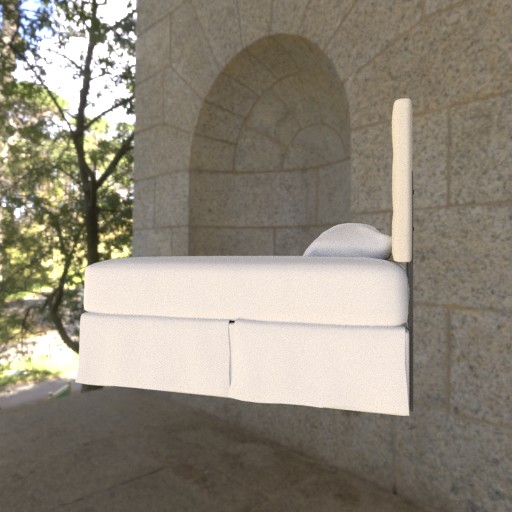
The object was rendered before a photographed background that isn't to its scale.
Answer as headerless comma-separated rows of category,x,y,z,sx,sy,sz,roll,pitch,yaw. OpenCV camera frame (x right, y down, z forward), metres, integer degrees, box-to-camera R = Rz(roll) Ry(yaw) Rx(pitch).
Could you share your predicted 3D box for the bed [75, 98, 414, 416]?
bed,0.000,0.000,3.015,1.997,1.571,1.261,0,0,18
